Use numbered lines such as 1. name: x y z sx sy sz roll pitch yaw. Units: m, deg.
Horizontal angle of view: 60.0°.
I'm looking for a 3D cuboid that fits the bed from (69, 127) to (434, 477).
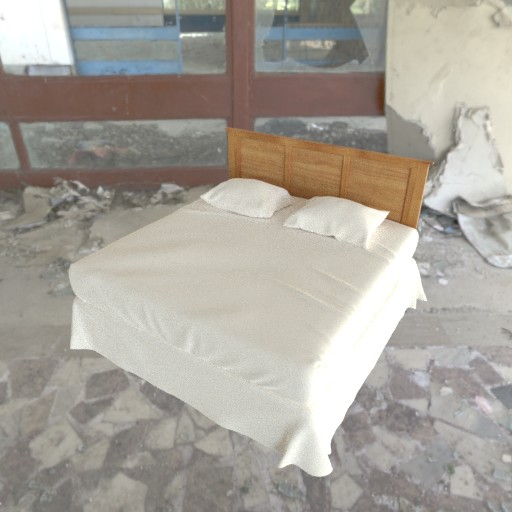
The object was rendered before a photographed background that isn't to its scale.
1. bed: 0.000 0.000 3.463 2.317 1.270 2.215 18 35 28
